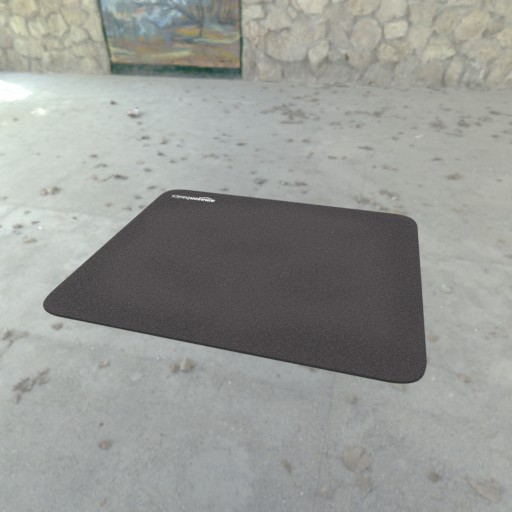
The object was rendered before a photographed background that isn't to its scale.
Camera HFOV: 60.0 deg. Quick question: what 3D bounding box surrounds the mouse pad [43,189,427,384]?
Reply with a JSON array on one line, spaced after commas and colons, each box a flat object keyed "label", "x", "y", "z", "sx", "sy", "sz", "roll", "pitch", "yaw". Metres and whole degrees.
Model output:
[{"label": "mouse pad", "x": 0.000, "y": 0.000, "z": 0.350, "sx": 0.249, "sy": 0.002, "sz": 0.211, "roll": 8, "pitch": 33, "yaw": 13}]
